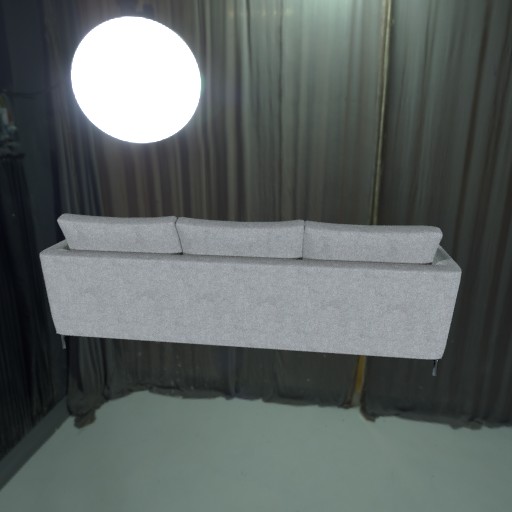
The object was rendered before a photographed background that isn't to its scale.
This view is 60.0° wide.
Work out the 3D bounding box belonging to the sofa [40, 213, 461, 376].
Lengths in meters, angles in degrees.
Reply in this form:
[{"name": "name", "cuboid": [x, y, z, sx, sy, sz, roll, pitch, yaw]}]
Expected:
[{"name": "sofa", "cuboid": [0.000, 0.000, 3.268, 2.438, 0.864, 1.626, 2, 17, 7]}]
